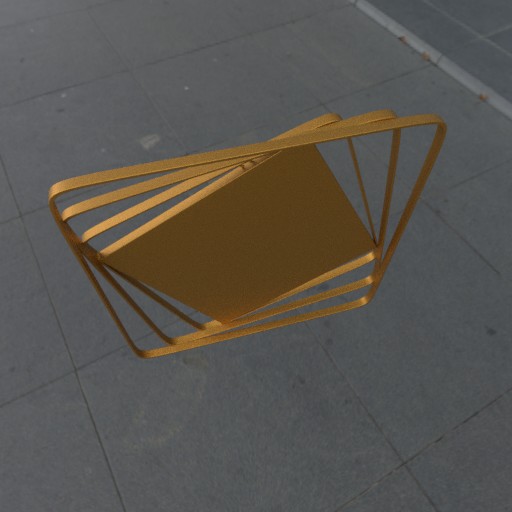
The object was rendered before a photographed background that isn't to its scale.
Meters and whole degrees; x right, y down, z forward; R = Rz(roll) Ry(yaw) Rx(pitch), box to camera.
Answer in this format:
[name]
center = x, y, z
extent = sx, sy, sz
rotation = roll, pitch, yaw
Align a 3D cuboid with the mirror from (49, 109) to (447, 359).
[mirror]
center = 0.000, 0.000, 0.682
extent = 0.470, 0.468, 0.045
rotation = -12, 57, -8
